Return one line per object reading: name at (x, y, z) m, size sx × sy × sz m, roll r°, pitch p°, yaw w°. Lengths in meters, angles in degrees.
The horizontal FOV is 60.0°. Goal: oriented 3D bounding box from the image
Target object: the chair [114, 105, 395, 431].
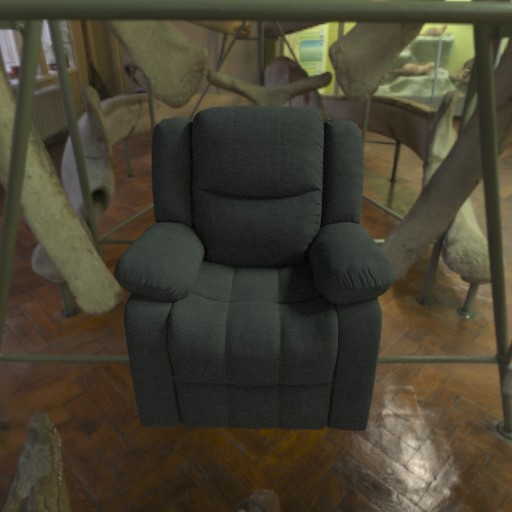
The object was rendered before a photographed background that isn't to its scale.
chair at (0.000, 0.000, 1.718) m, size 0.899 × 1.008 × 0.944 m, roll 1°, pitch 29°, yaw 1°
